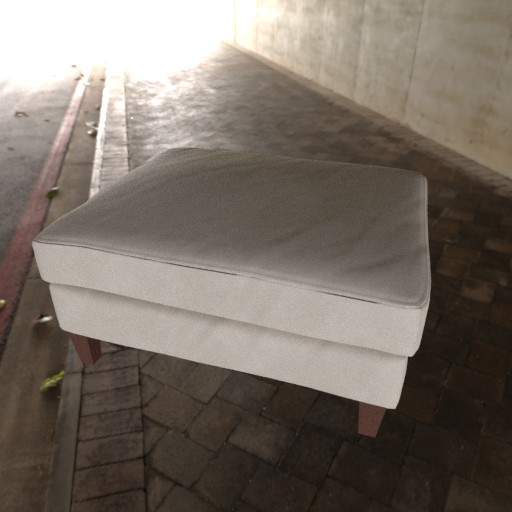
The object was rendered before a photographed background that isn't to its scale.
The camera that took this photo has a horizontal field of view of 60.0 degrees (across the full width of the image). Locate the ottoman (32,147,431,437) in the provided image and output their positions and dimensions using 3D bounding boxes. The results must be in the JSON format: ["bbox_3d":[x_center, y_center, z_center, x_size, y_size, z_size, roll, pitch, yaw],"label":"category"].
[{"bbox_3d":[0.000,0.000,1.446,1.002,0.492,0.836,9,33,15],"label":"ottoman"}]
